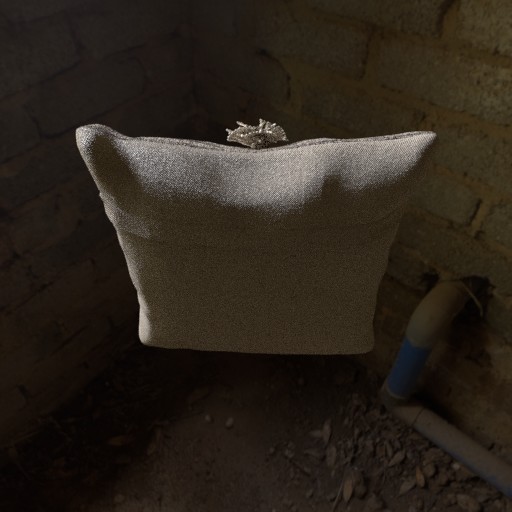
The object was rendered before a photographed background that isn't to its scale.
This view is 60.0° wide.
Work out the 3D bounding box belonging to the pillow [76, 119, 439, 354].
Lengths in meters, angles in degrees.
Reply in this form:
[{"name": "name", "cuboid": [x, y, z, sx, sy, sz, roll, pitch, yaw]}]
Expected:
[{"name": "pillow", "cuboid": [0.000, 0.000, 0.760, 0.484, 0.490, 0.234, 2, 45, 2]}]
